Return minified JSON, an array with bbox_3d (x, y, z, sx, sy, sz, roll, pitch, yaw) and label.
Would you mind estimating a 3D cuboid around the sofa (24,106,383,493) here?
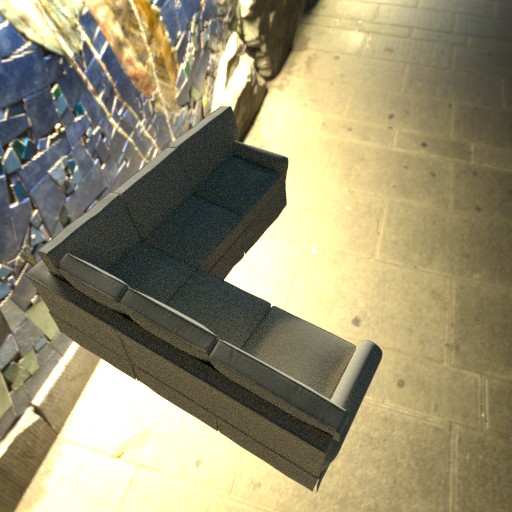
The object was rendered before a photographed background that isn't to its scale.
[{"bbox_3d":[0.000,0.000,3.876,2.591,1.070,2.597,24,53,20],"label":"sofa"}]
